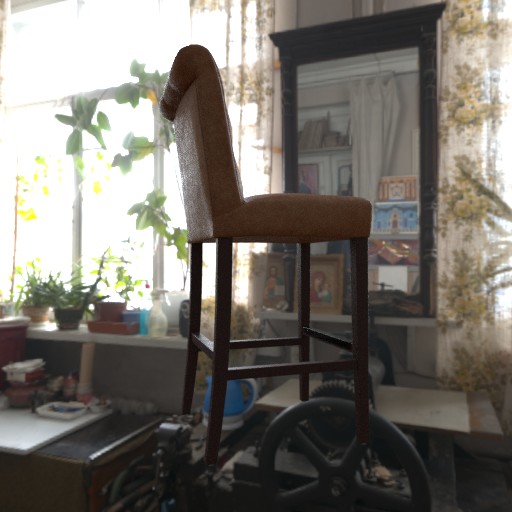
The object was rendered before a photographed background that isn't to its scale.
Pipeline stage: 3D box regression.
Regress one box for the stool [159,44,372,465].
[{"bbox_3d":[0.000,0.000,1.471,0.601,1.140,0.493,0,-1,-18],"label":"stool"}]
